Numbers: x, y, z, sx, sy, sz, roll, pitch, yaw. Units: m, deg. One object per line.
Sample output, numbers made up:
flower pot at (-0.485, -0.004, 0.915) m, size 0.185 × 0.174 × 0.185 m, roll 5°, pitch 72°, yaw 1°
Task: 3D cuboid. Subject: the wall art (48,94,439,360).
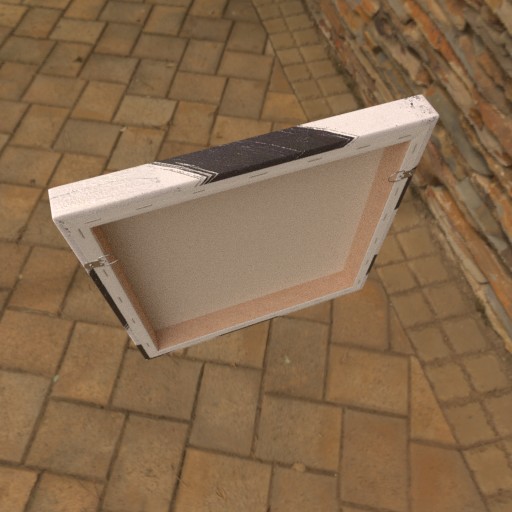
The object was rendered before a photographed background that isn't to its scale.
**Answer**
wall art at (0.000, 0.000, 0.772) m, size 0.507 × 0.508 × 0.050 m, roll -17°, pitch 60°, yaw -10°
